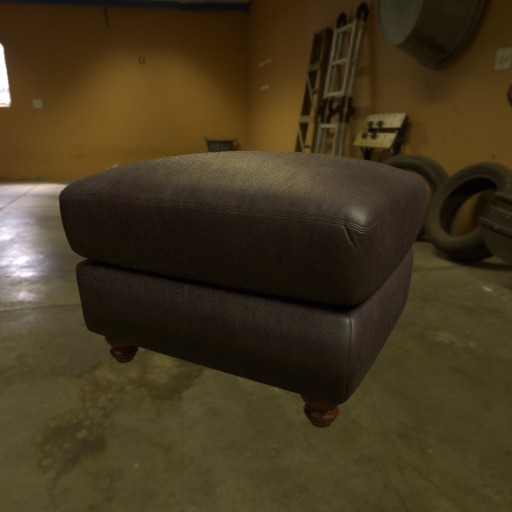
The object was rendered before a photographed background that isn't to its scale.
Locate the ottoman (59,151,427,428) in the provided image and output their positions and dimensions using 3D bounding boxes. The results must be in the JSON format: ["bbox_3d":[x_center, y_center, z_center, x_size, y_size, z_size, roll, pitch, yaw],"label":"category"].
[{"bbox_3d":[0.000,0.000,1.246,0.806,0.569,0.670,8,18,27],"label":"ottoman"}]
